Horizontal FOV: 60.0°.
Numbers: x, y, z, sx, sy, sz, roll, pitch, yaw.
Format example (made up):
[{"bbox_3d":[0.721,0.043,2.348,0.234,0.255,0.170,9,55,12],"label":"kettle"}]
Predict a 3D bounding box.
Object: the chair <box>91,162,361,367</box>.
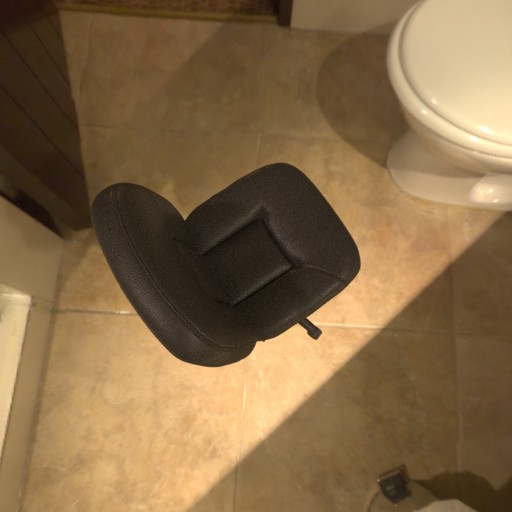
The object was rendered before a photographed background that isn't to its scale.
[{"bbox_3d":[0.000,0.000,1.363,0.646,0.959,0.647,-33,78,-8],"label":"chair"}]
